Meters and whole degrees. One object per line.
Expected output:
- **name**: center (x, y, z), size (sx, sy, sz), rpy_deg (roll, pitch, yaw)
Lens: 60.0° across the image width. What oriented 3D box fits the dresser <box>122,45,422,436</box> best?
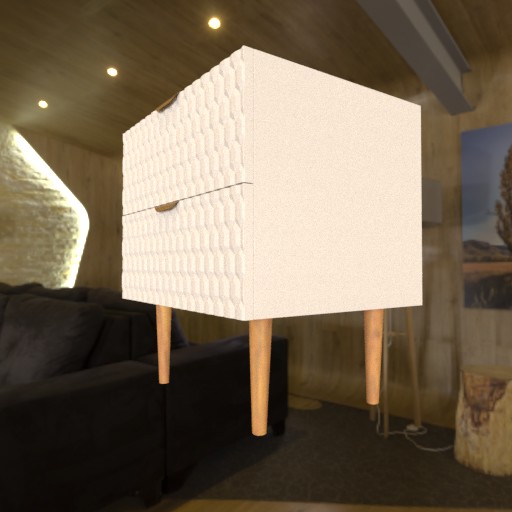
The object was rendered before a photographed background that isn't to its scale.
- **dresser**: center (0.000, 0.000, 0.924), size (0.414, 0.568, 0.503), rpy_deg (1, -1, -35)
